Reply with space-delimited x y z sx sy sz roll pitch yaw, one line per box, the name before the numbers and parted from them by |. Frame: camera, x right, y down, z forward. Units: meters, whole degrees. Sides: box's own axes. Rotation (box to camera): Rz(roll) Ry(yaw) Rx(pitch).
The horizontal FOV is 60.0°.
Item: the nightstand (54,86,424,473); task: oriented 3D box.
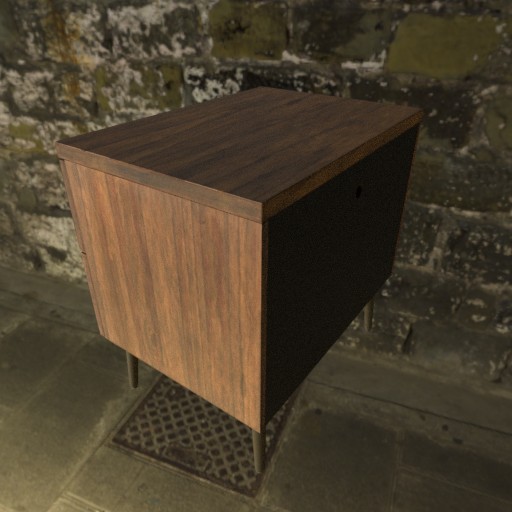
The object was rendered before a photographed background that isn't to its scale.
nightstand | 0.000 0.000 1.021 0.458 0.610 0.610 20 37 30
